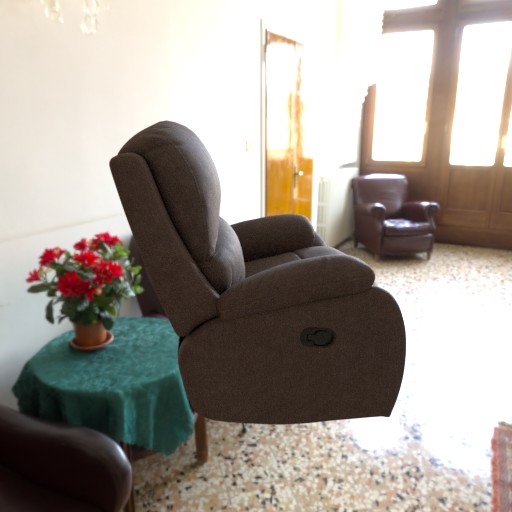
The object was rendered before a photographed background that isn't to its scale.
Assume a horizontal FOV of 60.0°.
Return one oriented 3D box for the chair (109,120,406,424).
[{"bbox_3d":[0.000,0.000,1.733,0.899,1.011,0.930,-2,16,-7],"label":"chair"}]
